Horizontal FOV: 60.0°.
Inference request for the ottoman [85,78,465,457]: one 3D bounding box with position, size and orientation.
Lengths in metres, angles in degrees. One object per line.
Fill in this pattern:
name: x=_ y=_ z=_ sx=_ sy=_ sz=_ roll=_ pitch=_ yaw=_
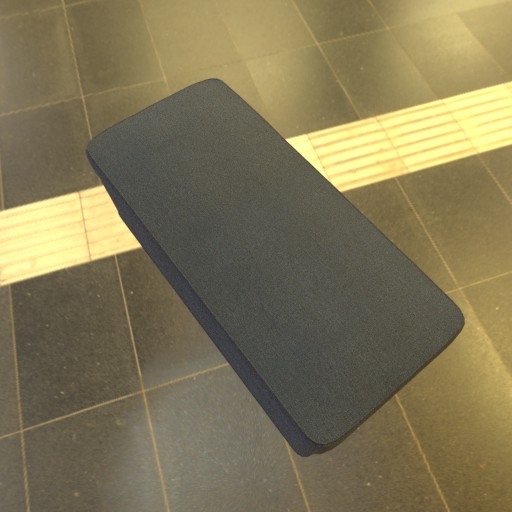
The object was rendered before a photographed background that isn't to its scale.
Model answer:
ottoman: x=0.000 y=0.000 z=1.389 sx=0.515 sy=0.460 sz=1.110 roll=-35 pitch=68 yaw=-16
